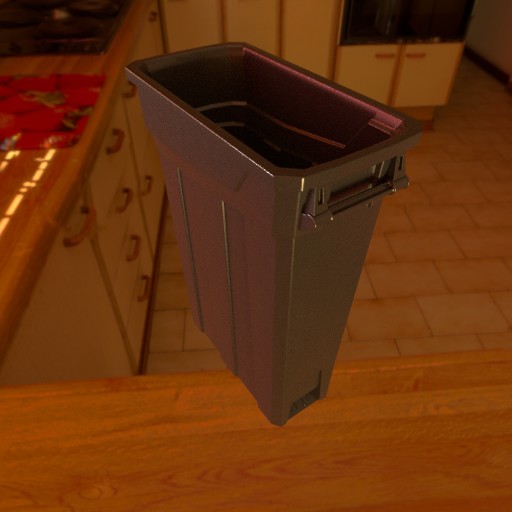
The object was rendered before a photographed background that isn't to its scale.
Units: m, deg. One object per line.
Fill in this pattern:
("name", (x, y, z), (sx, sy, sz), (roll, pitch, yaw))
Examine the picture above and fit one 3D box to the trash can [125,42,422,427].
("trash can", (0.000, 0.000, 1.018), (0.281, 0.762, 0.559), (-25, 47, -25))
